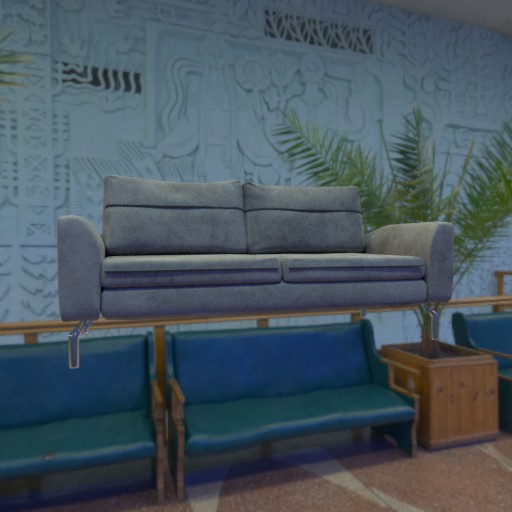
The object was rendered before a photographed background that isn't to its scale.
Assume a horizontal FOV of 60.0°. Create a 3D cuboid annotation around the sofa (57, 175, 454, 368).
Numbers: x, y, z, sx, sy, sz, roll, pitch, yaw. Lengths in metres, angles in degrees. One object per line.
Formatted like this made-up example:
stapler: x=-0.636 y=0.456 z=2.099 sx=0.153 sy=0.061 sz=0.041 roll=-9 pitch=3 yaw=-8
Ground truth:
sofa: x=0.000 y=0.000 z=2.338 sx=1.837 sy=0.859 sz=0.849 roll=-1 pitch=2 yaw=-17
